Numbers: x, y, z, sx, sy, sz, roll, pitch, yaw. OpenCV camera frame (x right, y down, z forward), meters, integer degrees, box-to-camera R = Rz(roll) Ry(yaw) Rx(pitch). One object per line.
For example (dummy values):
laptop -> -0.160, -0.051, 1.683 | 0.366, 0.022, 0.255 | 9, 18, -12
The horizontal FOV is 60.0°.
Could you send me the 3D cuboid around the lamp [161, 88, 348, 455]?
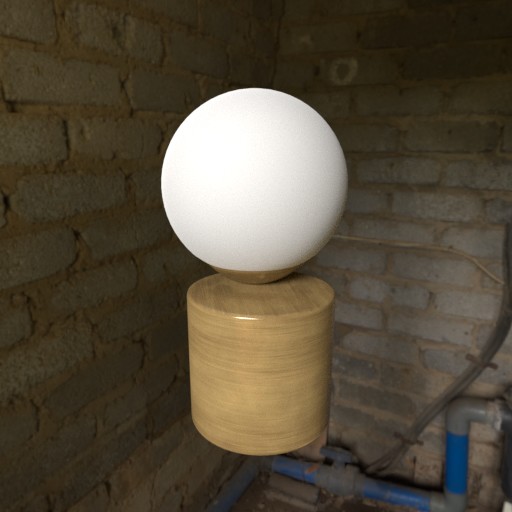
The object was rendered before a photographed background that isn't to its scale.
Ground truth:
lamp -> 0.000, 0.000, 0.351 | 0.141, 0.250, 0.152 | -3, 15, -10
